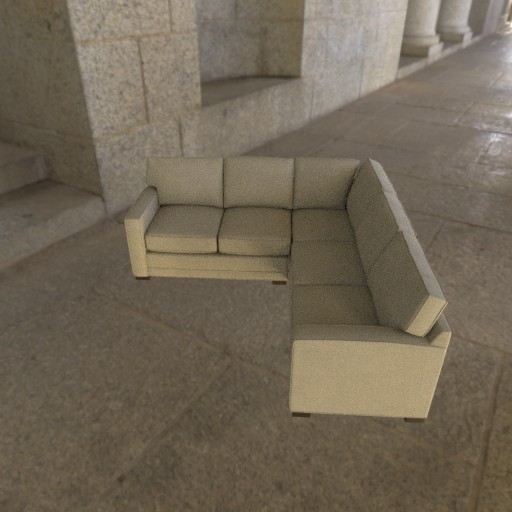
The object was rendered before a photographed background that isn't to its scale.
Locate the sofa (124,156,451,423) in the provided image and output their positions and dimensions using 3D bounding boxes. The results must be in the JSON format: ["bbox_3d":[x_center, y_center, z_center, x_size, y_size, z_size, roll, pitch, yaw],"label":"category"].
[{"bbox_3d":[0.000,0.000,3.378,2.188,0.936,2.211,1,31,2],"label":"sofa"}]
